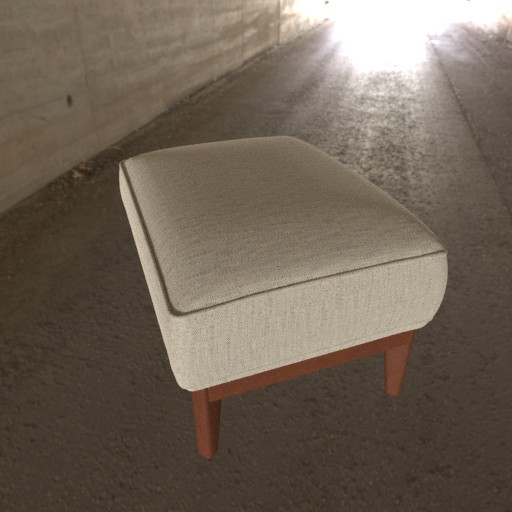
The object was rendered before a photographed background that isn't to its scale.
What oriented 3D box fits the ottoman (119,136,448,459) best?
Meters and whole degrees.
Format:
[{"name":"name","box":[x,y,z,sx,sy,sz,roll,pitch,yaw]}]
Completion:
[{"name":"ottoman","box":[0.000,0.000,1.170,0.594,0.465,0.794,-11,33,-17]}]
